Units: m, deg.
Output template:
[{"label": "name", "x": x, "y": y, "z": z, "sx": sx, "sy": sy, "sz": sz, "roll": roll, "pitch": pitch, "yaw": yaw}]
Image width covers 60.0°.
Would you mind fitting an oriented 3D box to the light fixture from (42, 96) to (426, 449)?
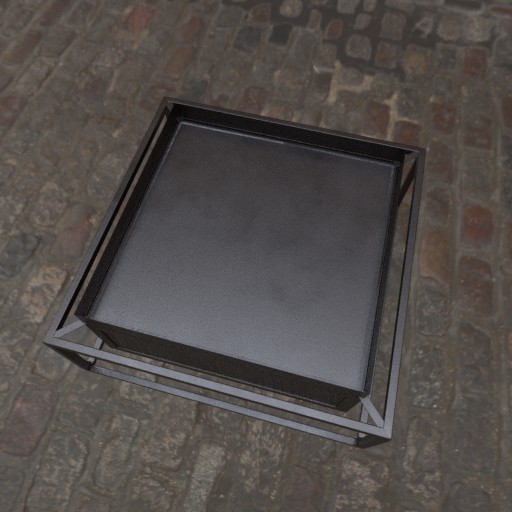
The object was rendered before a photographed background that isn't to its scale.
[{"label": "light fixture", "x": 0.000, "y": 0.000, "z": 0.688, "sx": 0.441, "sy": 0.191, "sz": 0.441, "roll": 13, "pitch": 64, "yaw": 7}]
